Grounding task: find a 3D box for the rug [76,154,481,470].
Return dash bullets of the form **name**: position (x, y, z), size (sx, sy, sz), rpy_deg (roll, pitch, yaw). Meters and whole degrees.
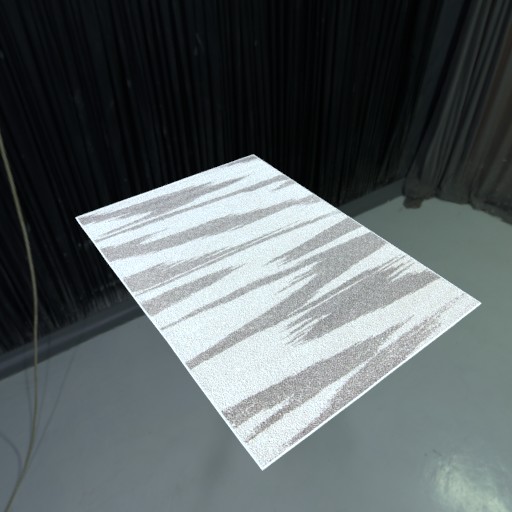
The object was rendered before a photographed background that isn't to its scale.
- **rug**: position (0.000, 0.000, 2.760), size (1.533, 0.010, 2.142), rpy_deg (-26, 47, -27)
